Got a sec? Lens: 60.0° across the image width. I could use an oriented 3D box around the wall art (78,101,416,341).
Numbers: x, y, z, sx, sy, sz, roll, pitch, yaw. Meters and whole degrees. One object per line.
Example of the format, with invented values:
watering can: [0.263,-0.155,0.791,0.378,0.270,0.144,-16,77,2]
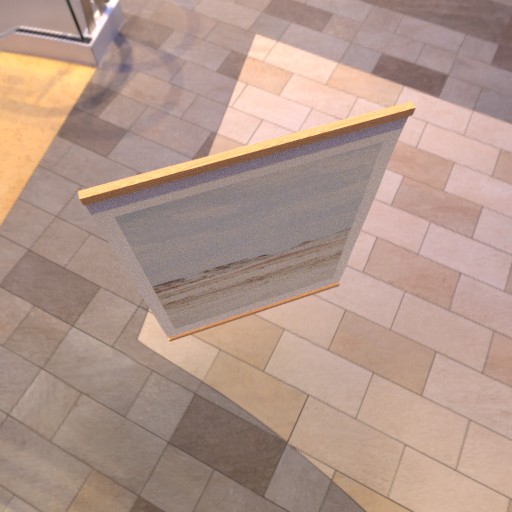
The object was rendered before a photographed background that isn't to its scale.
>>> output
wall art: [0.000,0.000,1.380,0.739,1.016,0.020,-17,65,-8]
